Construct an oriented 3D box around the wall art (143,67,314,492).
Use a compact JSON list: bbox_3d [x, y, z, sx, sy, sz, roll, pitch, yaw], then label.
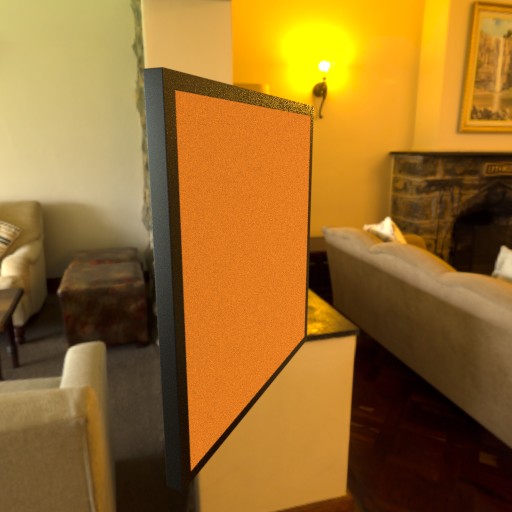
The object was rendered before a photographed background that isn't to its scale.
[{"bbox_3d":[0.000,0.000,1.098,0.038,0.761,0.755,6,15,24],"label":"wall art"}]
